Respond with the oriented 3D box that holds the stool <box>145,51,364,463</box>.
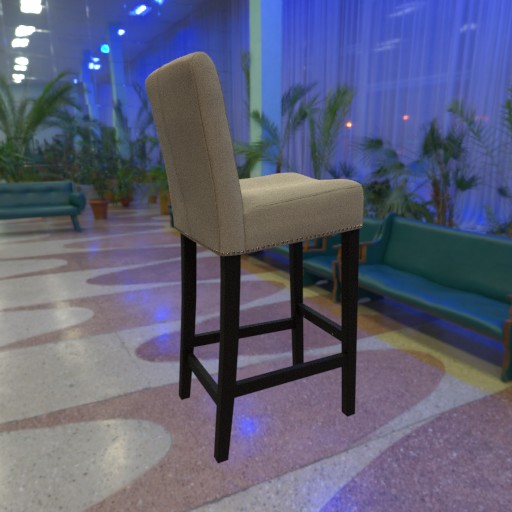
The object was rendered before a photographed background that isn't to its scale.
[{"bbox_3d":[0.000,0.000,1.340,0.548,1.047,0.411,-7,16,-26],"label":"stool"}]
